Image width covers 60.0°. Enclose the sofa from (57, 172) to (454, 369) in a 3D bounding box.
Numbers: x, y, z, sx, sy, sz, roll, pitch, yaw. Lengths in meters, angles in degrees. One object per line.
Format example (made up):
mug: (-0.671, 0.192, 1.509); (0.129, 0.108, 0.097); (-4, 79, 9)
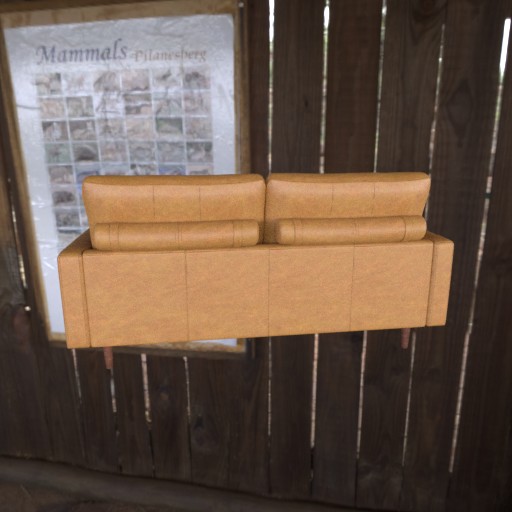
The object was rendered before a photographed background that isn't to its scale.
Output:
sofa: (0.000, 0.000, 2.364); (1.821, 0.898, 0.850); (-2, 14, -8)
